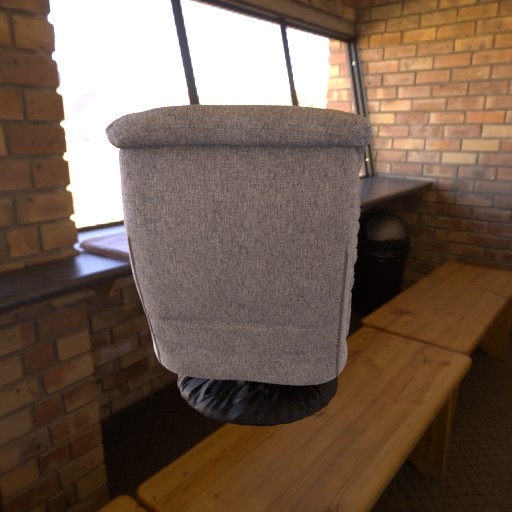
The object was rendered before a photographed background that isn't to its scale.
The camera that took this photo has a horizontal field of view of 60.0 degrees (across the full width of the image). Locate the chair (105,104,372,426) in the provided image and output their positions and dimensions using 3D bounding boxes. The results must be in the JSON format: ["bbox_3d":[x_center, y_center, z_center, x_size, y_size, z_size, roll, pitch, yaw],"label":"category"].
[{"bbox_3d":[0.000,0.000,0.960,0.400,0.600,0.583,2,16,7],"label":"chair"}]
